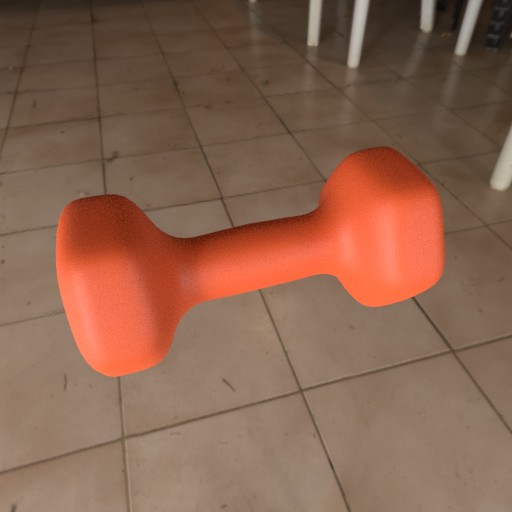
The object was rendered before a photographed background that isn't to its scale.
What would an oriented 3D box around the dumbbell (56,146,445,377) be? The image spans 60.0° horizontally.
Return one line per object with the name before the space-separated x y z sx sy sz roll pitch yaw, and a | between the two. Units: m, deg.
dumbbell | 0.000 0.000 0.201 0.162 0.071 0.079 -12 44 -13
